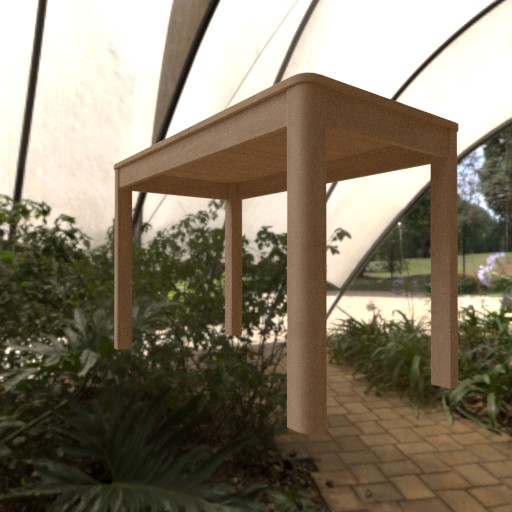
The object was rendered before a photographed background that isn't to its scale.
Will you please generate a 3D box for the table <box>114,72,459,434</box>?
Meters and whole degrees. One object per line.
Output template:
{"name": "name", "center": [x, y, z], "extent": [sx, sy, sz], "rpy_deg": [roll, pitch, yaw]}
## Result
{"name": "table", "center": [0.000, 0.000, 1.863], "extent": [0.750, 0.900, 1.400], "rpy_deg": [0, -1, -37]}
